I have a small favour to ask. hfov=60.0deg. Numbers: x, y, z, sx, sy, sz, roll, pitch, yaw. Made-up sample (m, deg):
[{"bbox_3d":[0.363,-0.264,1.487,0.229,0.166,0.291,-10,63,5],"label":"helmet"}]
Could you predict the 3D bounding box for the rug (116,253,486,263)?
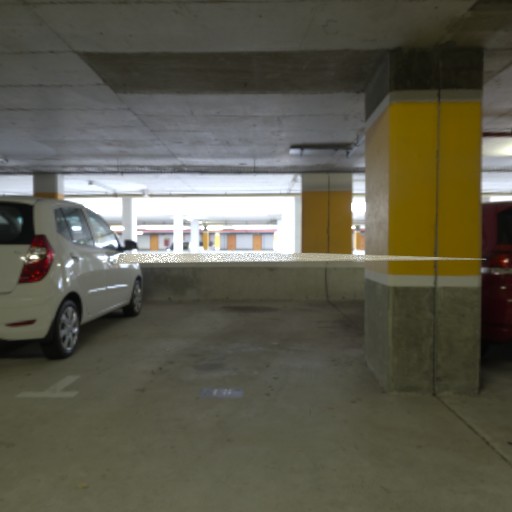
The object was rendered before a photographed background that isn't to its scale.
[{"bbox_3d":[0.000,0.000,4.020,2.391,0.005,2.880,0,1,-17],"label":"rug"}]
